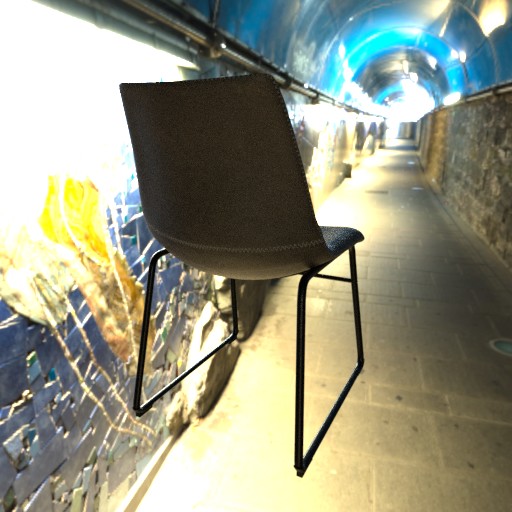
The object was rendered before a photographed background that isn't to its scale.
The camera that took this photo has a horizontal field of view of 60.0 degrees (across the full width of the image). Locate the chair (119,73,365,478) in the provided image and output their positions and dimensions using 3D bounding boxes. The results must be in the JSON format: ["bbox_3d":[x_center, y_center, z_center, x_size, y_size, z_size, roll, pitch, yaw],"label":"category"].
[{"bbox_3d":[0.000,0.000,1.102,0.460,0.780,0.550,8,18,26],"label":"chair"}]
